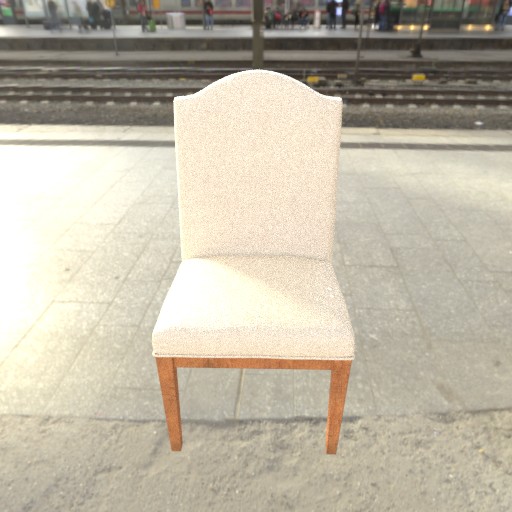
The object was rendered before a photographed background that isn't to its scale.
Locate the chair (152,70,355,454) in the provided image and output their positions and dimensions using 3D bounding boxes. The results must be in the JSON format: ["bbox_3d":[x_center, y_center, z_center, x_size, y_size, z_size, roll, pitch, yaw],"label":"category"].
[{"bbox_3d":[0.000,0.000,1.381,0.534,1.012,0.648,1,29,1],"label":"chair"}]
